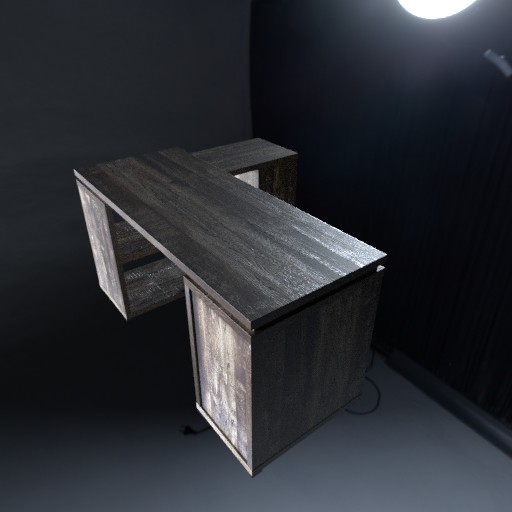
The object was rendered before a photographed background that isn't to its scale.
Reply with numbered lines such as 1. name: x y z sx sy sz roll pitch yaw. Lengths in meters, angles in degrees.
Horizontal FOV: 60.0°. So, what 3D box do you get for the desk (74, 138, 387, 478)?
1. desk: 0.000 0.000 2.276 1.200 0.753 1.524 -22 38 -31
